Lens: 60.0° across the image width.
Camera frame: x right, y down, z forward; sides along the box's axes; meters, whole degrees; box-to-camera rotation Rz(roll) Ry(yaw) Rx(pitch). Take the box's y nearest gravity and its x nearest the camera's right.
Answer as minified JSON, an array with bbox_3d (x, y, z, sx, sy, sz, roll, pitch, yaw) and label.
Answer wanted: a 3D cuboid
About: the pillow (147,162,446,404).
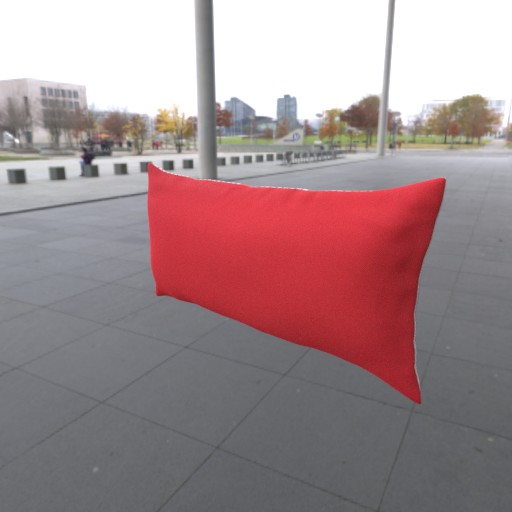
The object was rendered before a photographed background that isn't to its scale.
[{"bbox_3d":[0.000,0.000,0.751,0.608,0.297,0.151,14,20,42],"label":"pillow"}]
